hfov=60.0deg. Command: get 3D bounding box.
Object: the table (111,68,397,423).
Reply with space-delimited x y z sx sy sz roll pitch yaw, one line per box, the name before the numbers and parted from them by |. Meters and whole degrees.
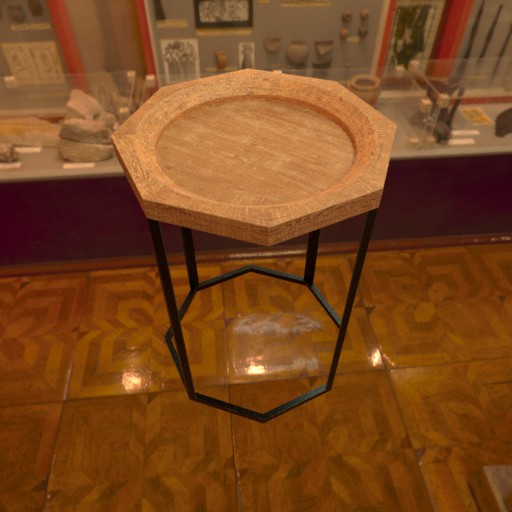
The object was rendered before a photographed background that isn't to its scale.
table | 0.000 0.000 0.873 0.437 0.553 0.437 -3 46 -3
